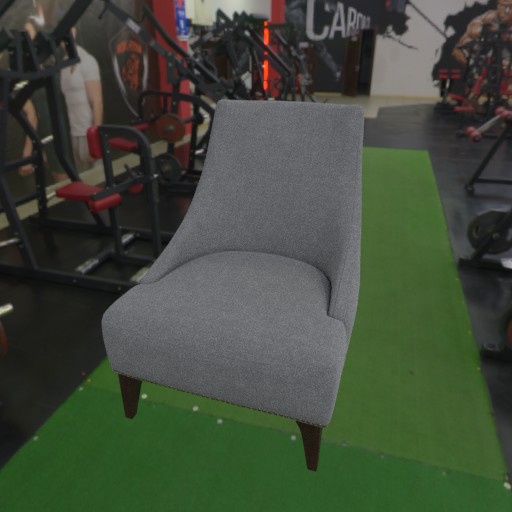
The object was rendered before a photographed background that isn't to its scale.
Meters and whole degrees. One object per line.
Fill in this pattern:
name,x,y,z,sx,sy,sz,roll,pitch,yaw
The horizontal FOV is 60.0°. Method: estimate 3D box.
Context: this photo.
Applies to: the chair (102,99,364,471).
chair,0.000,0.000,1.491,0.701,0.909,0.861,8,27,17
